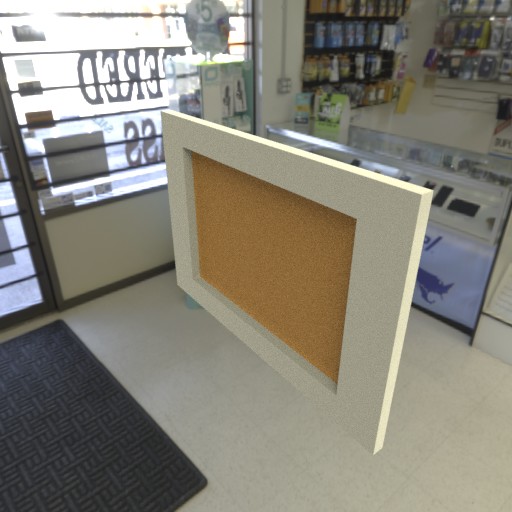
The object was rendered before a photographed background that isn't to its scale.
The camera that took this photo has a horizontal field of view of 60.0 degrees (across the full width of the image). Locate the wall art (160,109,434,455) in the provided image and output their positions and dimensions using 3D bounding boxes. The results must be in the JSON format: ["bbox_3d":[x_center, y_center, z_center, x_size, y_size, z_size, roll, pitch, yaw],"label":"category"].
[{"bbox_3d":[0.000,0.000,1.172,0.033,0.617,0.906,-20,34,-32],"label":"wall art"}]
